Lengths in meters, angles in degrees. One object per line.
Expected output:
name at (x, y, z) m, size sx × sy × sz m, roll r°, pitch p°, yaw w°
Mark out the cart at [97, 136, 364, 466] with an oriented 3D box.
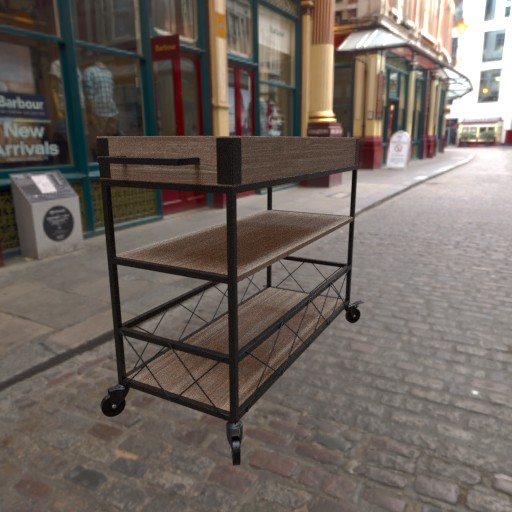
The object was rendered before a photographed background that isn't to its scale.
cart at (0.000, 0.000, 1.523) m, size 0.500 × 0.787 × 1.101 m, roll 8°, pitch 17°, yaw 27°
